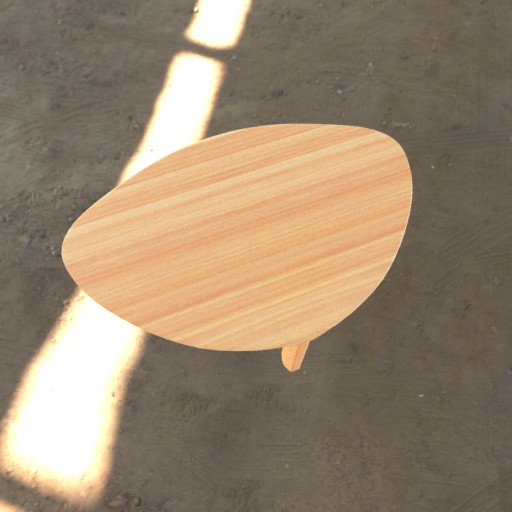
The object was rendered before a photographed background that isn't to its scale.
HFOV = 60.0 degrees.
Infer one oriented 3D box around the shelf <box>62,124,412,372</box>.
[{"bbox_3d":[0.000,0.000,1.674,1.246,0.440,0.845,-19,65,-10],"label":"shelf"}]
